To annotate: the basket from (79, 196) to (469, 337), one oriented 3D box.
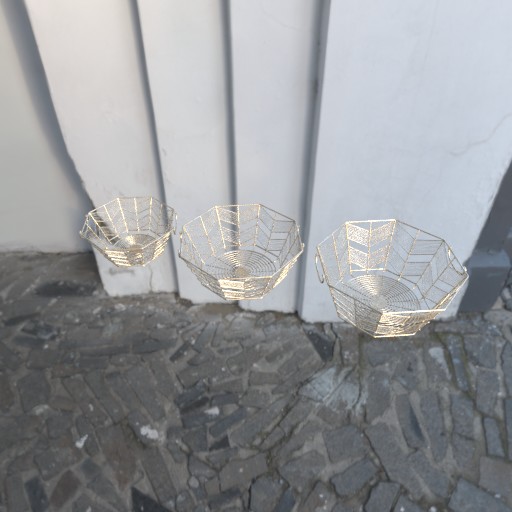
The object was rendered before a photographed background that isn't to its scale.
[{"bbox_3d":[0.000,0.000,1.437,1.246,0.178,0.432,12,42,13],"label":"basket"}]
